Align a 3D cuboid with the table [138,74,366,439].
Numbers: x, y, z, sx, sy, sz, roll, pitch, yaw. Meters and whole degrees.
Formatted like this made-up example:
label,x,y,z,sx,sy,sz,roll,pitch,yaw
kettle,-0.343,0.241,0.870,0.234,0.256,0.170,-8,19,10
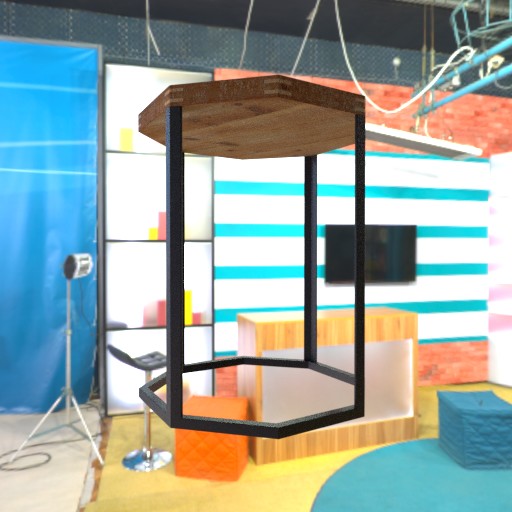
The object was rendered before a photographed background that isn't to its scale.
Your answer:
label,x,y,z,sx,sy,sz,roll,pitch,yaw
table,0.000,0.000,0.886,0.458,0.543,0.458,0,1,36
